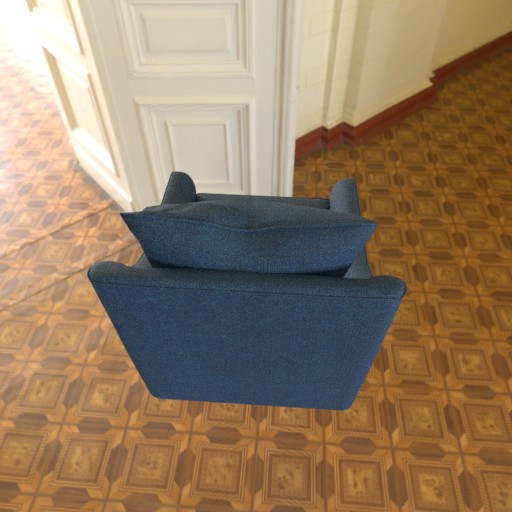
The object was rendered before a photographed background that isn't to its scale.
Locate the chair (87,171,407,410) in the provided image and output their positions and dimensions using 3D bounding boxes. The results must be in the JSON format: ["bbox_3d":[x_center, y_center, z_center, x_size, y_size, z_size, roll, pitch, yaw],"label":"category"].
[{"bbox_3d":[0.000,0.000,1.556,0.750,0.939,0.870,3,47,3],"label":"chair"}]
